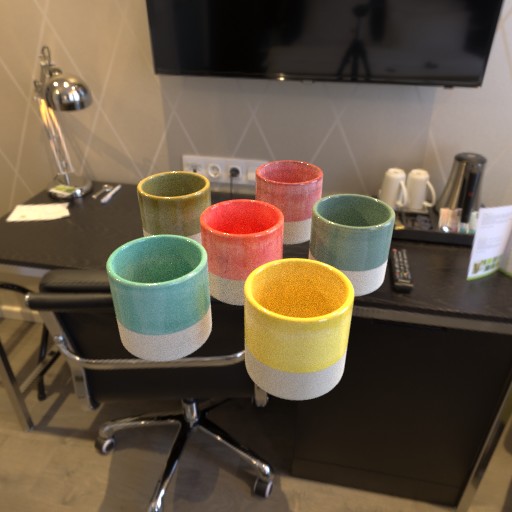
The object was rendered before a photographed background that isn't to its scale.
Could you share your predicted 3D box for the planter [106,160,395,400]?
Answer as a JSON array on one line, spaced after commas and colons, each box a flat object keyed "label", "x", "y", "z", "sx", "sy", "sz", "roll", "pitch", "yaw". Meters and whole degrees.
[{"label": "planter", "x": 0.000, "y": 0.000, "z": 0.409, "sx": 0.257, "sy": 0.075, "sz": 0.286, "roll": -10, "pitch": 33, "yaw": -16}]
